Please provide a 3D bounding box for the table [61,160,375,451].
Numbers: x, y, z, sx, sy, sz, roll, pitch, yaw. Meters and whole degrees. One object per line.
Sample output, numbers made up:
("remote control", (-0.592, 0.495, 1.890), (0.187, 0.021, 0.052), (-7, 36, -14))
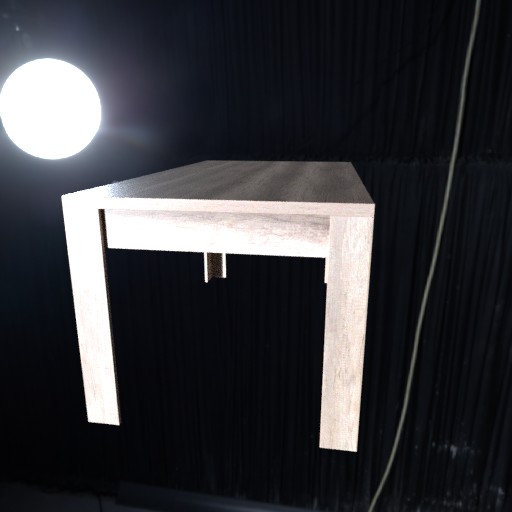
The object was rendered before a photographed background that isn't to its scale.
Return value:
("table", (0.000, 0.000, 2.102), (0.900, 0.775, 1.600), (3, 16, 9))
